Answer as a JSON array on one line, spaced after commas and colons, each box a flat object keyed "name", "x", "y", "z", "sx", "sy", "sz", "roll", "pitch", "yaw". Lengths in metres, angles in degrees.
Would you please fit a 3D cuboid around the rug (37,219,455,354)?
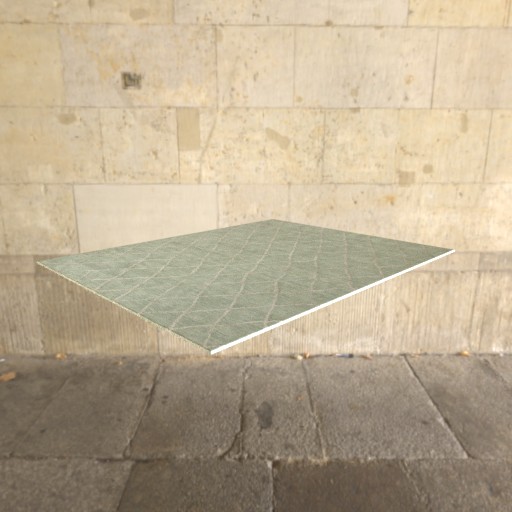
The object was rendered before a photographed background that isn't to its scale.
[{"name": "rug", "x": 0.000, "y": 0.000, "z": 4.101, "sx": 3.039, "sy": 0.019, "sz": 2.420, "roll": -14, "pitch": 20, "yaw": -43}]
